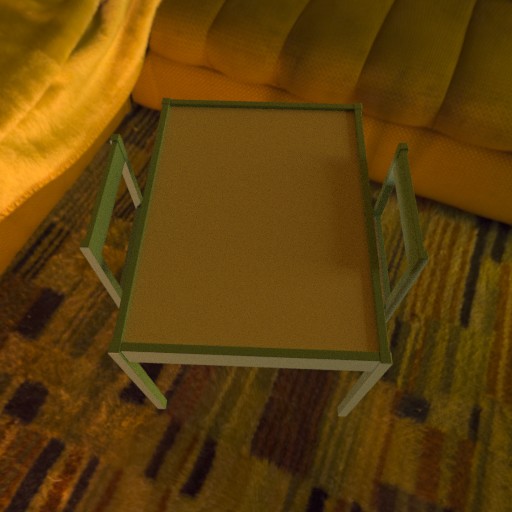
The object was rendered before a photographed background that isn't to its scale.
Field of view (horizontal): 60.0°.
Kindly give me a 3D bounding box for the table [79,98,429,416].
[{"bbox_3d":[0.000,0.000,1.084,0.633,0.503,0.639,2,60,1],"label":"table"}]
